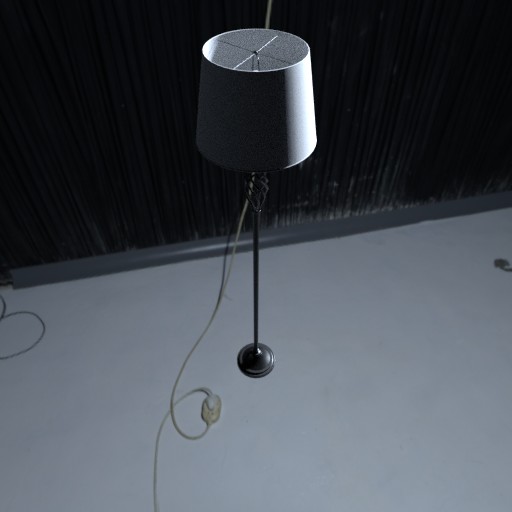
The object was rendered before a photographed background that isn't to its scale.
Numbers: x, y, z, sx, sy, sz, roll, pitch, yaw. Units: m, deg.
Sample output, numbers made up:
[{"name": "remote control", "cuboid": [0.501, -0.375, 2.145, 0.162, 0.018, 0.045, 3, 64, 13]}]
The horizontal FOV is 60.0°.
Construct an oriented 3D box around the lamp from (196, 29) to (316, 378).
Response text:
[{"name": "lamp", "cuboid": [0.000, 0.000, 1.786, 0.379, 1.623, 0.379, 0, 46, 0]}]
